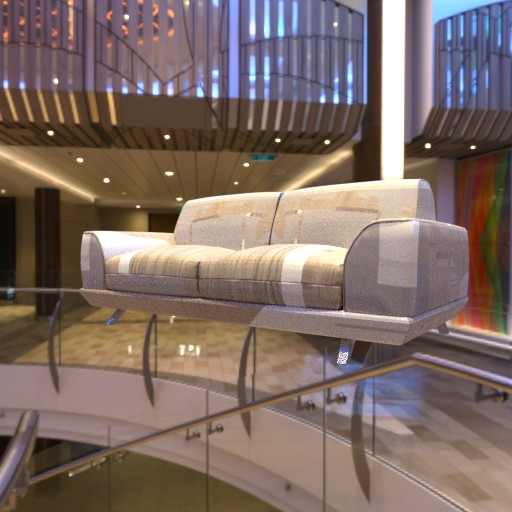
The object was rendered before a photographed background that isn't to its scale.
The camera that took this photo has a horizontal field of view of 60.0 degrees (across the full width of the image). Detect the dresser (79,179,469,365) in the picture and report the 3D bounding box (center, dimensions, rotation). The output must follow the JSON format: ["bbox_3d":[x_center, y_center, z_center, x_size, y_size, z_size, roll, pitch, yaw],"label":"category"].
[{"bbox_3d":[0.000,0.000,5.741,4.679,1.863,2.251,1,1,37],"label":"dresser"}]
